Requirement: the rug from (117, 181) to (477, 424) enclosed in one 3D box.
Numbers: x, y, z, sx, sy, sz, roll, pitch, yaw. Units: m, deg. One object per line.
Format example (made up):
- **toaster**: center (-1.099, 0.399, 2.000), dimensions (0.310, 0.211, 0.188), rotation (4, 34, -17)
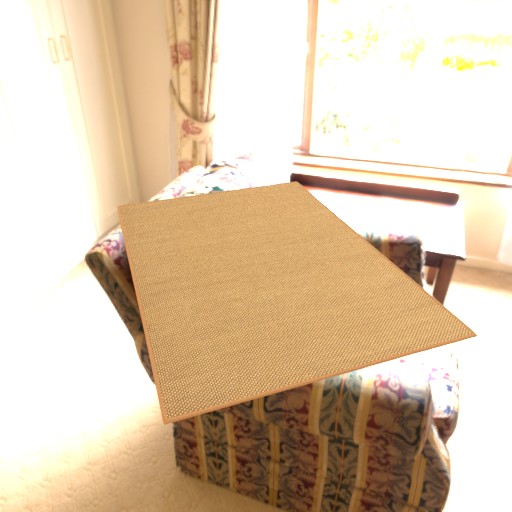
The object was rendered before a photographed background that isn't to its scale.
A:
- **rug**: center (0.000, 0.000, 2.781), dimensions (1.524, 0.013, 2.134), rotation (-10, 32, -17)
